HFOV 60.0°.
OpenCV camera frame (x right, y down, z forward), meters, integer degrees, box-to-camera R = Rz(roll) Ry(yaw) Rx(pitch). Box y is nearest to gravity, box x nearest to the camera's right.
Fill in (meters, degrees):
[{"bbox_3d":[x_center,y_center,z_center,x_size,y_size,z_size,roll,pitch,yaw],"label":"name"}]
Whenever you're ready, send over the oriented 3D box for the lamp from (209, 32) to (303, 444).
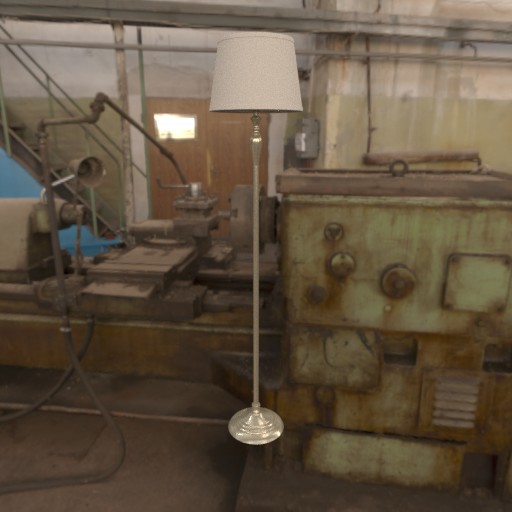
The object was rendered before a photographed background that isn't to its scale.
[{"bbox_3d":[0.000,0.000,1.692,0.327,1.506,0.327,-2,16,-9],"label":"lamp"}]
